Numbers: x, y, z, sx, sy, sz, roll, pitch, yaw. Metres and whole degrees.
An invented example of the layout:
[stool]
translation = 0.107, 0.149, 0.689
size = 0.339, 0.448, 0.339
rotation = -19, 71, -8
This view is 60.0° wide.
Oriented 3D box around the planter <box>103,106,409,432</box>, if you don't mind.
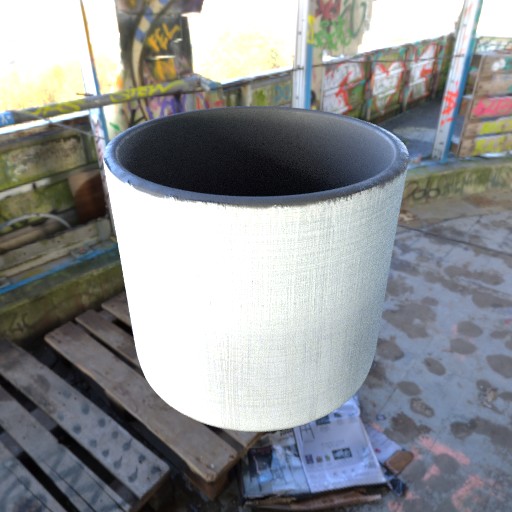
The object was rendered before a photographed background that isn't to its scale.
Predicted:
[planter]
translation = 0.000, 0.000, 0.378
size = 0.221, 0.201, 0.221
rotation = 0, 32, 0
